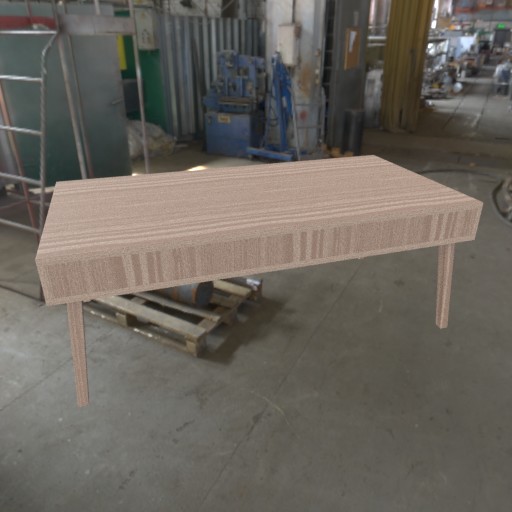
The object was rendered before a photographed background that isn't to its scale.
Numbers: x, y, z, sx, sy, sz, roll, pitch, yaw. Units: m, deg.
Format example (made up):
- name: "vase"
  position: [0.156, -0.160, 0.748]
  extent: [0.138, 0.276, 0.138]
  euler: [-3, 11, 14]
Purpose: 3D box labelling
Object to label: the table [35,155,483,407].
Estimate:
- name: "table"
  position: [0.000, 0.000, 1.481]
  extent: [1.200, 0.450, 0.600]
  euler: [-8, 28, -16]
